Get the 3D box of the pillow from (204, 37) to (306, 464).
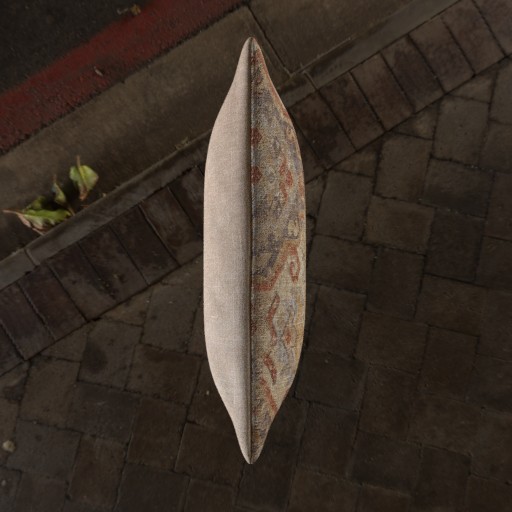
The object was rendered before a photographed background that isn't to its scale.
[{"bbox_3d":[0.000,0.000,0.782,0.166,0.506,0.523,0,89,0],"label":"pillow"}]
